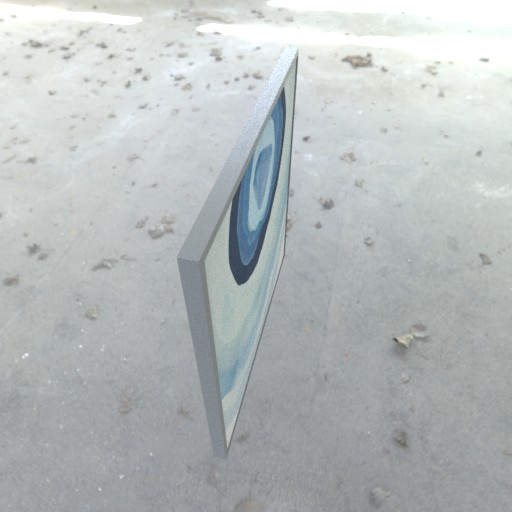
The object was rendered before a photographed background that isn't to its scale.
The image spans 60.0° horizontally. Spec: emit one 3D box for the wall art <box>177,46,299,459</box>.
[{"bbox_3d":[0.000,0.000,1.211,0.038,0.807,0.809,10,47,10],"label":"wall art"}]
